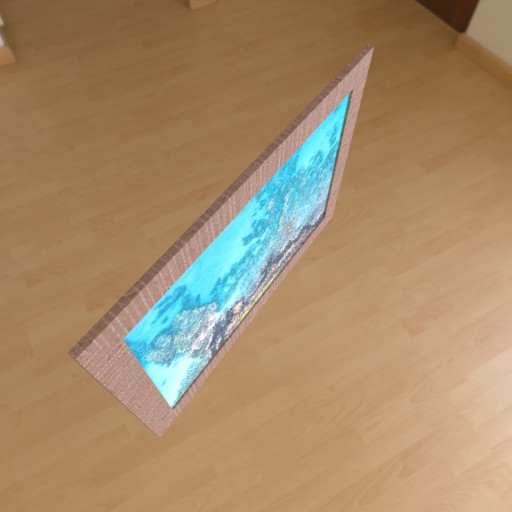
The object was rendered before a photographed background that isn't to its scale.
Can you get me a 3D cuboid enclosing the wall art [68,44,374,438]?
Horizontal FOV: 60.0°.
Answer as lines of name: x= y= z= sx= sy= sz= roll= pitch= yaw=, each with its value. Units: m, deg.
wall art: x=0.000 y=0.000 z=1.286 sx=0.020 sy=0.761 sz=1.056 roll=31 pitch=64 yaw=18
